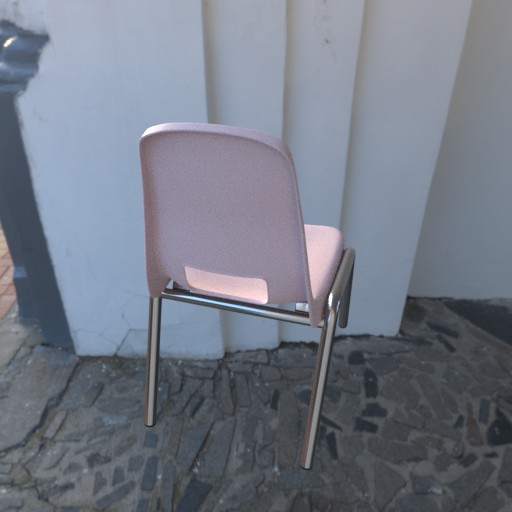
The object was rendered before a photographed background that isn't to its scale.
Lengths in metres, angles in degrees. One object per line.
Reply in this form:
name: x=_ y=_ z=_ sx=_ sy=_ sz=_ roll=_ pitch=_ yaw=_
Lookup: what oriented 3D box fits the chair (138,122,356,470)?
chair: x=0.000 y=0.000 z=0.835 sx=0.354 sy=0.586 sz=0.423 roll=9 pitch=32 yaw=14
